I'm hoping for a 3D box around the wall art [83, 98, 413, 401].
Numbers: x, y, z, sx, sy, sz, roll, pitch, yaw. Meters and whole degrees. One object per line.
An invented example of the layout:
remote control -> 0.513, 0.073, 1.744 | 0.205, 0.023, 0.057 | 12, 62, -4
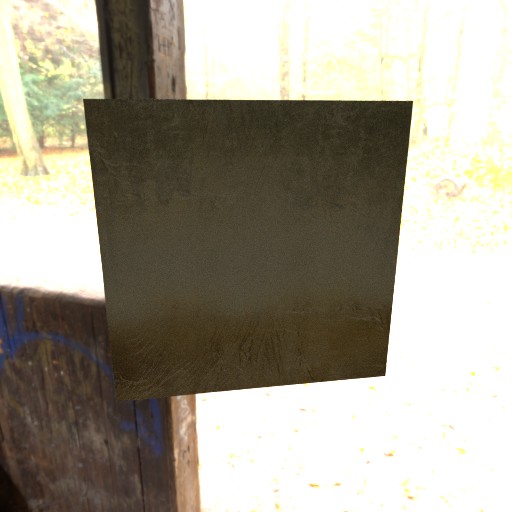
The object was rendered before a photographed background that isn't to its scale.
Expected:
wall art -> 0.000, 0.000, 0.918 | 0.610, 0.610, 0.038 | -3, 18, -9
